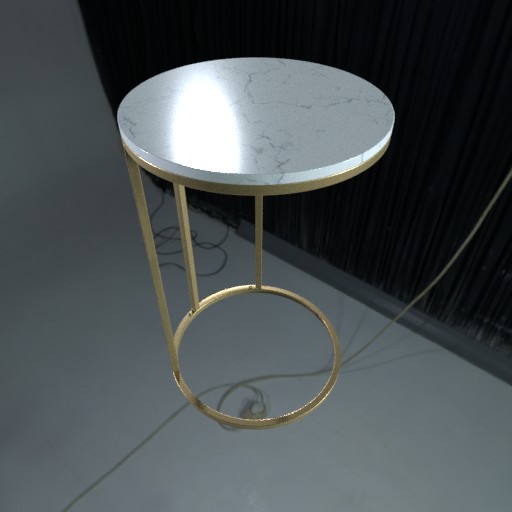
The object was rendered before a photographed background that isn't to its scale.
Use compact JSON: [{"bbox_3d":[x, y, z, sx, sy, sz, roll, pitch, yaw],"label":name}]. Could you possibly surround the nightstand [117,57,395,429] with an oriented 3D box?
[{"bbox_3d":[0.000,0.000,0.860,0.400,0.610,0.400,26,48,26],"label":"nightstand"}]
